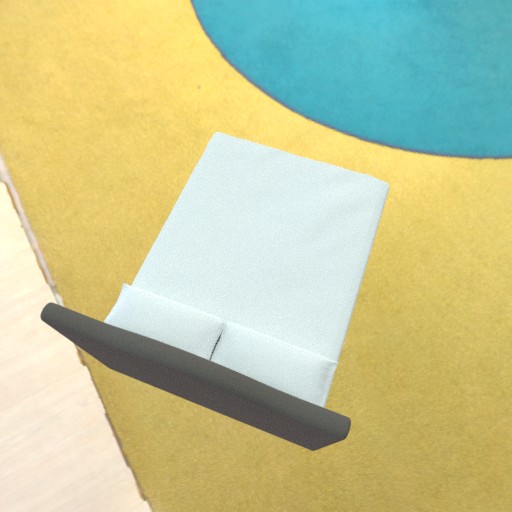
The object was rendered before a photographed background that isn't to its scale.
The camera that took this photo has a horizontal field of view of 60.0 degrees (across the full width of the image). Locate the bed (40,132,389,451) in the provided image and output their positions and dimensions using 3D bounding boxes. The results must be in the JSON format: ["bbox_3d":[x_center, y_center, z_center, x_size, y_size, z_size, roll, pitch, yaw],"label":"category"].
[{"bbox_3d":[0.000,0.000,3.118,1.666,1.387,2.036,19,65,9],"label":"bed"}]
